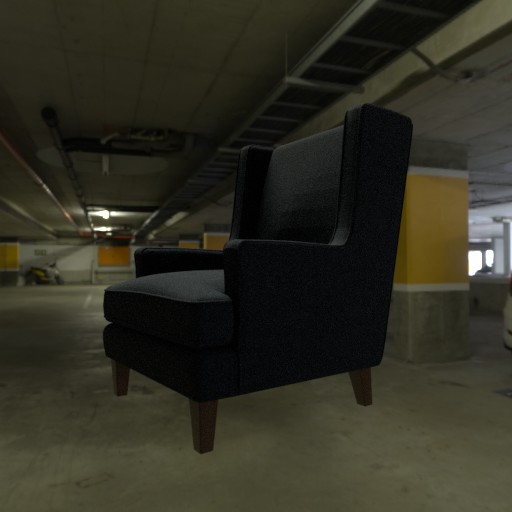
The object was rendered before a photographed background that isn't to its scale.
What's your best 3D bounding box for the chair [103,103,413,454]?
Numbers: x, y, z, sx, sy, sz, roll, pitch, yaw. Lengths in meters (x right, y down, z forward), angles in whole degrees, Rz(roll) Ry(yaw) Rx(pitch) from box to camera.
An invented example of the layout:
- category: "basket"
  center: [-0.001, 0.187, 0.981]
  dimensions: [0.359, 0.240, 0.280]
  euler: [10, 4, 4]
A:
- category: "chair"
  center: [0.000, 0.000, 1.709]
  dimensions: [0.947, 1.072, 0.764]
  euler: [1, -1, -37]
